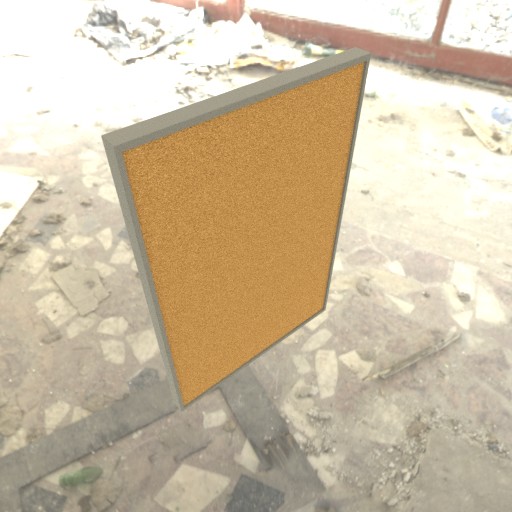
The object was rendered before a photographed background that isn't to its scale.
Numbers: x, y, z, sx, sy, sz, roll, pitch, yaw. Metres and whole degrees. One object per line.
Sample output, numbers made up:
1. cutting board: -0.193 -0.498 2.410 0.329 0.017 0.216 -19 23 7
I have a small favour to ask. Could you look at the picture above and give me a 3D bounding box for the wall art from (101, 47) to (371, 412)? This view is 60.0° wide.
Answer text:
1. wall art: 0.000 0.000 0.969 0.511 0.753 0.039 -30 52 -27
